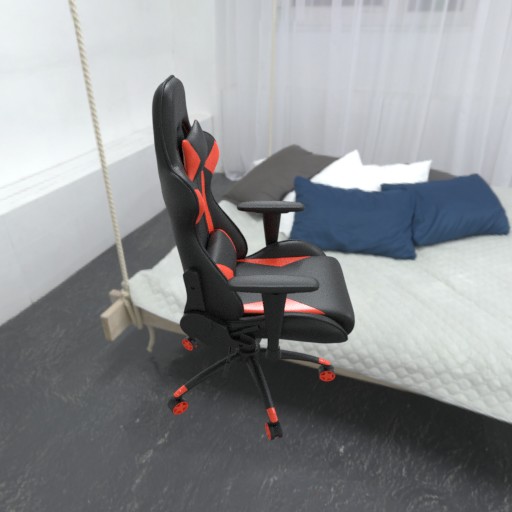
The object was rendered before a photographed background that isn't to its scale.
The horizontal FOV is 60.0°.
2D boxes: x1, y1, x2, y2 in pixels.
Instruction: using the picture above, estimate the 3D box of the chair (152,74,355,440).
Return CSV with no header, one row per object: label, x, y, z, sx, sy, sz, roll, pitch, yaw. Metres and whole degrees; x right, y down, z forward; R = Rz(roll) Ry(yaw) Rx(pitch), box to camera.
chair,0.000,0.000,1.695,0.730,1.282,0.695,0,31,1
